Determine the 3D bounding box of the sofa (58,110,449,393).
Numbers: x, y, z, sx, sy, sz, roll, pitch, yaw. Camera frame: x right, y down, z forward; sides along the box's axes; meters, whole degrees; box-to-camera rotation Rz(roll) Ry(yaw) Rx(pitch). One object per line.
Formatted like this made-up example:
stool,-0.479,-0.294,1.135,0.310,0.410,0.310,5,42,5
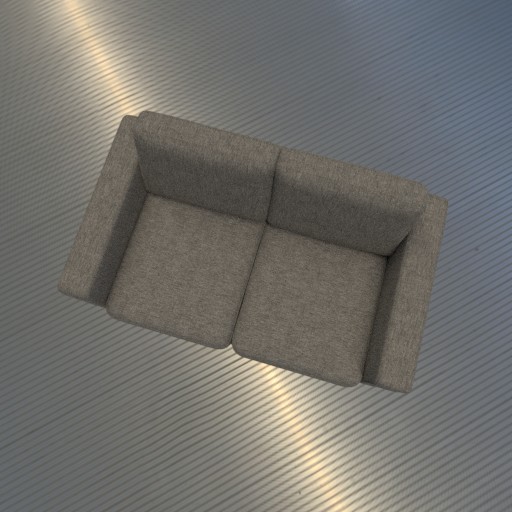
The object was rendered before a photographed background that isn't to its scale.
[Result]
sofa,0.000,0.000,2.027,1.520,0.800,0.900,16,78,4
